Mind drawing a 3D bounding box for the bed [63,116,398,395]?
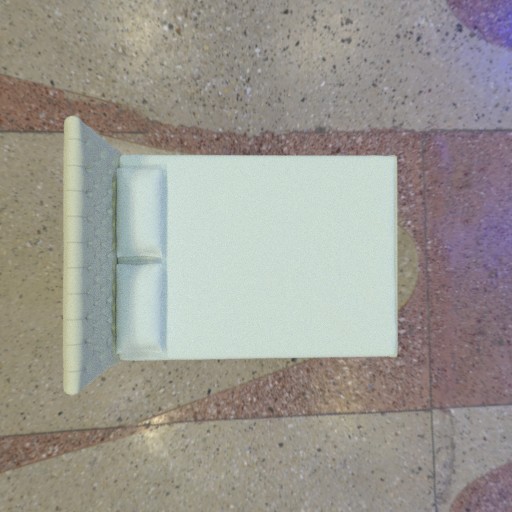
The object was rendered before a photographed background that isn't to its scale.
[{"bbox_3d":[0.000,0.000,3.390,2.387,1.427,1.698,0,90,-1],"label":"bed"}]
